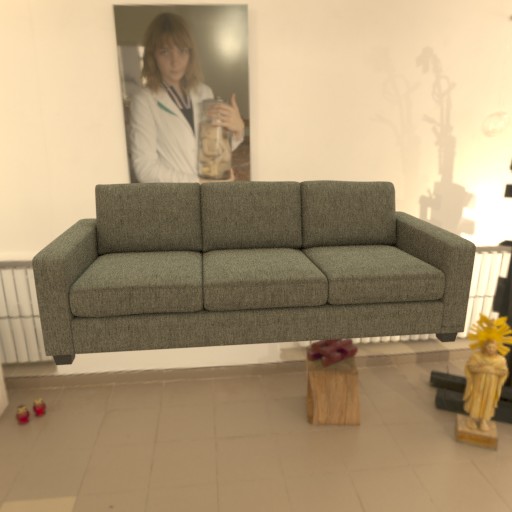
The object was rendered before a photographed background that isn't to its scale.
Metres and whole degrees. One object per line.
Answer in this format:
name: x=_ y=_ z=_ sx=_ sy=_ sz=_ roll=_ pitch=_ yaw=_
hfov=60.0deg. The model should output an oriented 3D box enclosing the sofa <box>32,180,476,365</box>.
sofa: x=0.000 y=0.000 z=2.575 sx=2.160 sy=0.800 sz=0.900 roll=-2 pitch=17 yaw=-7
